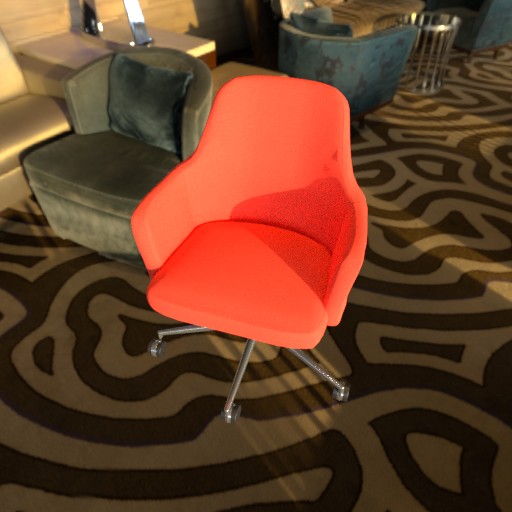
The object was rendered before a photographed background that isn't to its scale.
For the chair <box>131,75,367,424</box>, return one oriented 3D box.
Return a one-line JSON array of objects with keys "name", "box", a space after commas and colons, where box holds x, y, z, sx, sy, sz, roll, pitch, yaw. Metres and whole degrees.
[{"name": "chair", "box": [0.000, 0.000, 1.250, 0.655, 0.820, 0.600, 12, 42, 14]}]
